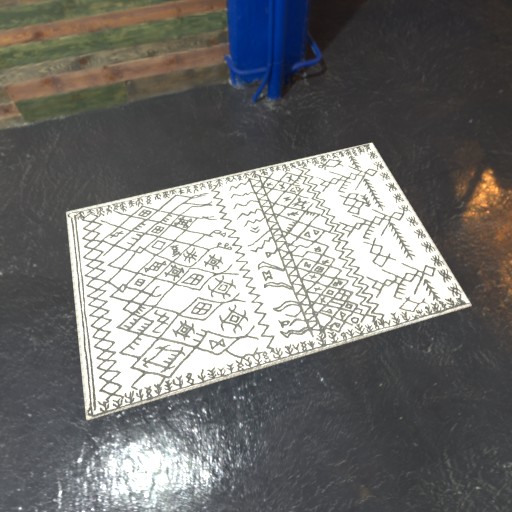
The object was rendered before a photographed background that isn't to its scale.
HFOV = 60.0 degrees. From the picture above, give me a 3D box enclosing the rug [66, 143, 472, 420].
[{"bbox_3d":[0.000,0.000,3.050,2.444,0.012,1.526,-14,60,-9],"label":"rug"}]
